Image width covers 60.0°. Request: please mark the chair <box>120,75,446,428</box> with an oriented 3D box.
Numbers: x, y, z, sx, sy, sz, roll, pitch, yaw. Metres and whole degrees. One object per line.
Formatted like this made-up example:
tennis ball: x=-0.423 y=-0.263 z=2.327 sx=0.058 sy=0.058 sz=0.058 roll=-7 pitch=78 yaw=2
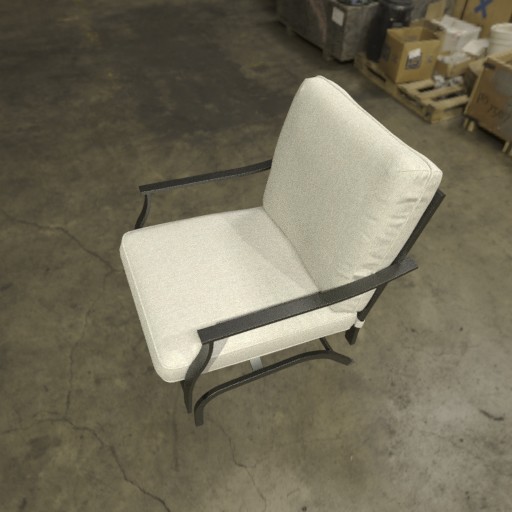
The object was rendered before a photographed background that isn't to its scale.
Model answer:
chair: x=0.000 y=0.000 z=1.400 sx=0.787 sy=0.860 sz=0.650 roll=-17 pitch=48 yaw=-16
